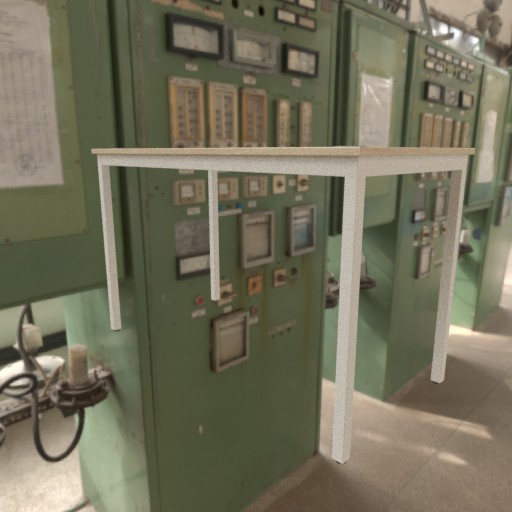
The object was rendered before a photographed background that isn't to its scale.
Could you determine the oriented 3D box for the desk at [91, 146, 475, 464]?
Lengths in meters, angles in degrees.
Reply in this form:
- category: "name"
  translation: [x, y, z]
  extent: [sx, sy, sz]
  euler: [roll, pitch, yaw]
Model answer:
- category: "desk"
  translation: [0.000, 0.000, 1.580]
  extent: [0.600, 0.750, 1.200]
  euler: [-13, 18, -43]
